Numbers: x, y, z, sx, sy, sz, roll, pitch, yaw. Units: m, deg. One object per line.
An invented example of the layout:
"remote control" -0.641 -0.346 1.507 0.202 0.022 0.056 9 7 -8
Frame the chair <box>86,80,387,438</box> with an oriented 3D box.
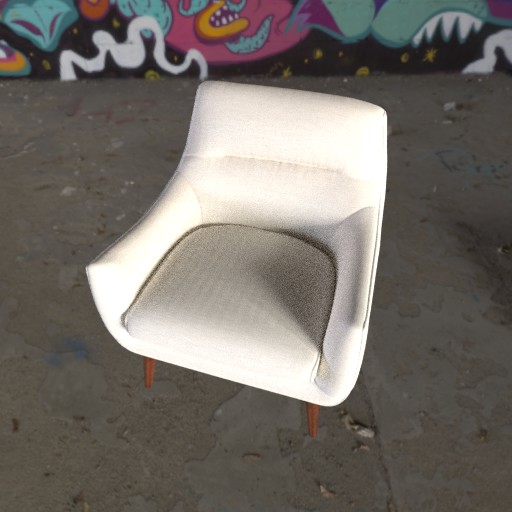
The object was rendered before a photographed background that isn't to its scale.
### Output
"chair" 0.000 0.000 1.442 0.762 0.838 0.787 12 44 13
